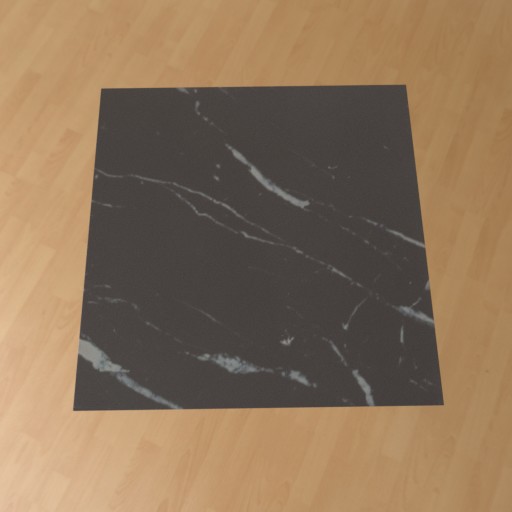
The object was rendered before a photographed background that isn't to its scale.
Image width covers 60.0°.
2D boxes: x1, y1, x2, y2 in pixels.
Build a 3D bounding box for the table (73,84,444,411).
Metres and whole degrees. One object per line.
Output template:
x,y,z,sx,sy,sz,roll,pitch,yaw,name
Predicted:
0.000,0.000,1.275,0.800,0.450,0.800,-1,75,0,table
